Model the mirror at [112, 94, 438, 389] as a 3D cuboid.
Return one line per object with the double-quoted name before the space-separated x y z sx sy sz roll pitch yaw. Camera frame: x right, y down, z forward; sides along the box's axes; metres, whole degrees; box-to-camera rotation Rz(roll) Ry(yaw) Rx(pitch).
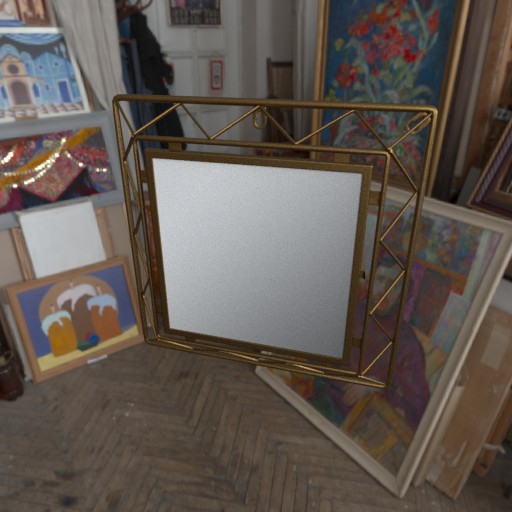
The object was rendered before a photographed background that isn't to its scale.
"mirror" 0.000 0.000 0.620 0.416 0.414 0.046 7 27 14
